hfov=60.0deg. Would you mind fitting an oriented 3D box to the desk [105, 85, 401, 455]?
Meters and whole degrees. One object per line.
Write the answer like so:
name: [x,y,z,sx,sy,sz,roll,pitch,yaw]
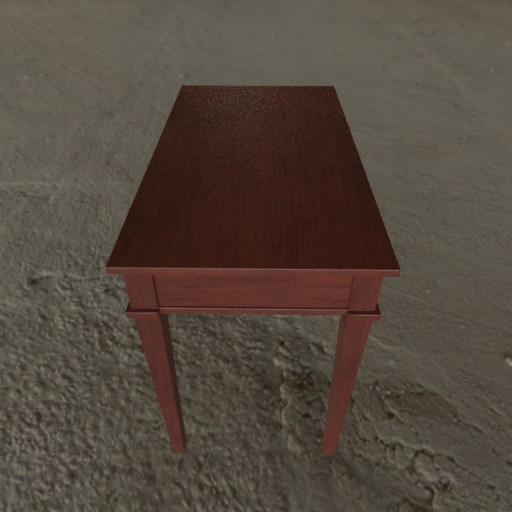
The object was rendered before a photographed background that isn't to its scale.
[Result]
desk: [0.000,0.000,1.448,0.549,0.762,1.001,0,39,1]
